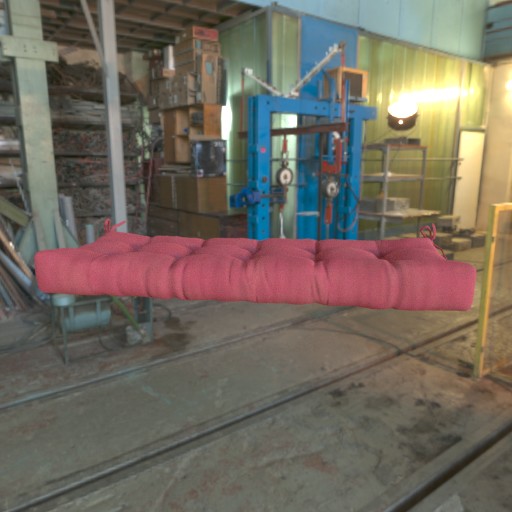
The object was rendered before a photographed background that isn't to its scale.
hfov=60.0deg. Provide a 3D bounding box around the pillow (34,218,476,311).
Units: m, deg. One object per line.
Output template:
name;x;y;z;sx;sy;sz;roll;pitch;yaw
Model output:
pillow;0.000;0.000;1.340;1.194;0.174;0.511;2;12;8
